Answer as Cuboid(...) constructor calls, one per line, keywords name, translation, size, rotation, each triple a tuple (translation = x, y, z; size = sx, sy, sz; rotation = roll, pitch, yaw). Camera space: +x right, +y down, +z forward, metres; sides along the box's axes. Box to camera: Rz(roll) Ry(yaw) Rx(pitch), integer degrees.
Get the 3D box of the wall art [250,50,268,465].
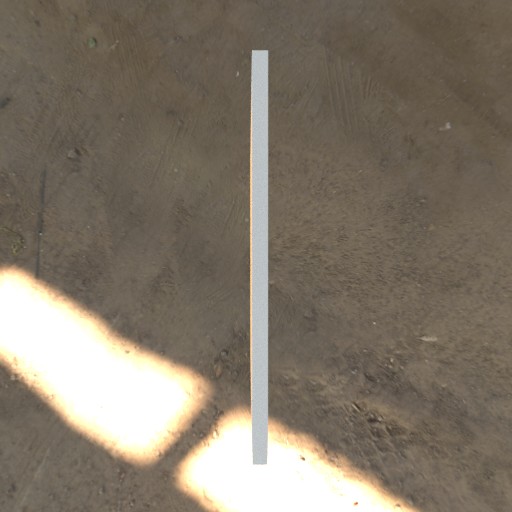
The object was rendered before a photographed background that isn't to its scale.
Cuboid(name="wall art", translation=(0.000, 0.000, 1.112), size=(0.026, 0.811, 0.661), rotation=(0, 91, -1))
